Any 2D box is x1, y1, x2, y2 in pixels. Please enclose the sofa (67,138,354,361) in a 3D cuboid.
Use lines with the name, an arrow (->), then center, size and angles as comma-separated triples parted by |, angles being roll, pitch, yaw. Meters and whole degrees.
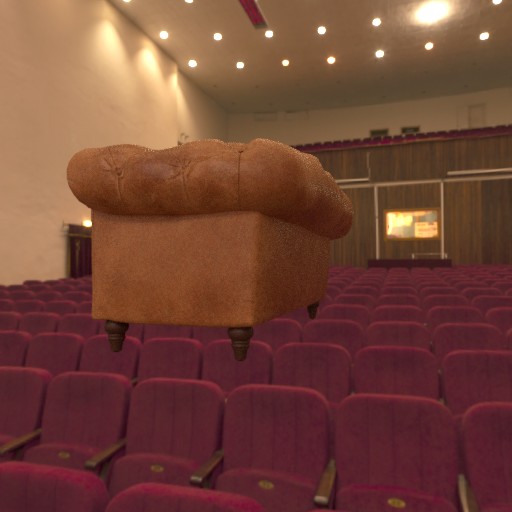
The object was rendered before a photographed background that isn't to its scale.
sofa -> 0.000, 0.000, 2.550 | 1.042, 0.877, 1.979 | 0, -2, 18
